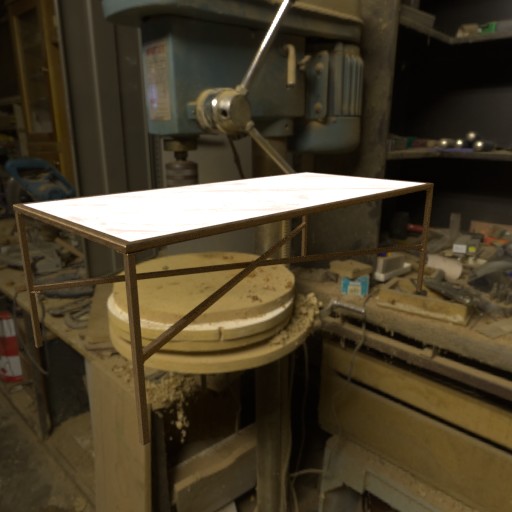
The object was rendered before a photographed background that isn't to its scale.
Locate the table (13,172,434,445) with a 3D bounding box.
[{"bbox_3d":[0.000,0.000,1.408,1.197,0.405,0.577,-16,22,-43],"label":"table"}]
